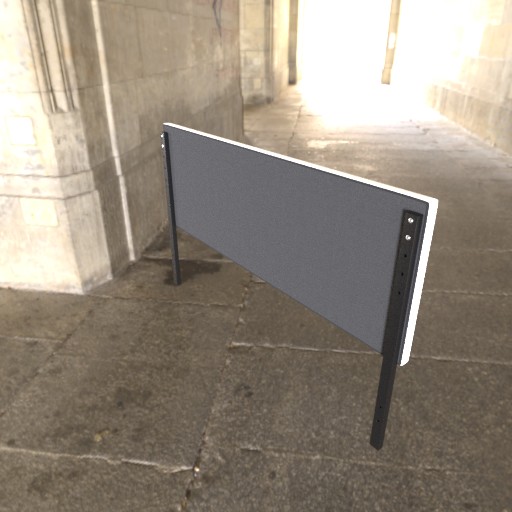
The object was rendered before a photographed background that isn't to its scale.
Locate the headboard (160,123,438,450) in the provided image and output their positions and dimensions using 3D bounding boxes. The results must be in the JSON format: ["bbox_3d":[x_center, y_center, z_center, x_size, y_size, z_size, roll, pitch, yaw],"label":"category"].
[{"bbox_3d":[0.000,0.000,2.932,0.120,1.410,2.362,-19,32,-33],"label":"headboard"}]
